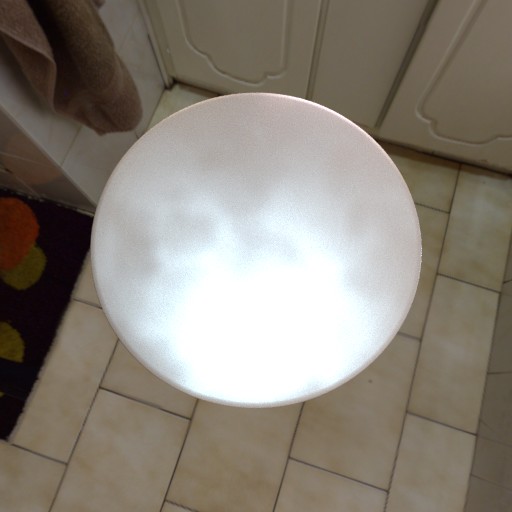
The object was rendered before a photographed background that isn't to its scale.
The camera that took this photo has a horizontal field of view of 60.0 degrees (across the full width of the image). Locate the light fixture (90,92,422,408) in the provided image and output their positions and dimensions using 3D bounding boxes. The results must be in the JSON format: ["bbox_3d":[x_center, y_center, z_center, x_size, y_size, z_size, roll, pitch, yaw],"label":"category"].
[{"bbox_3d":[0.000,0.000,0.440,0.280,0.135,0.280,0,74,0],"label":"light fixture"}]
